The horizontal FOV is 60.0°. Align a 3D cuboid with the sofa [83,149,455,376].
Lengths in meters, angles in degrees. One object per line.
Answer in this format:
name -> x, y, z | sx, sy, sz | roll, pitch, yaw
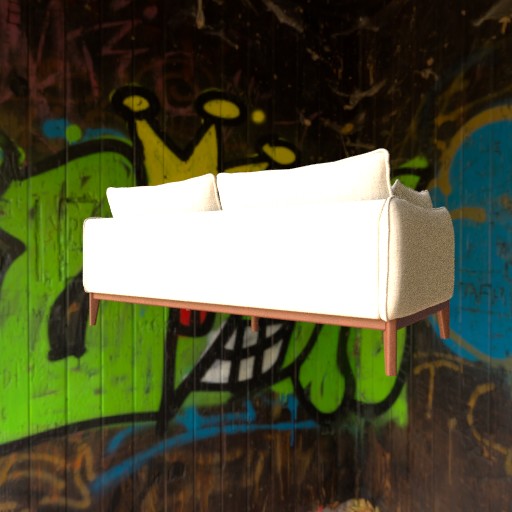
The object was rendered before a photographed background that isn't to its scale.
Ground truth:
sofa -> 0.000, 0.000, 2.543 | 1.989, 0.860, 0.991 | 1, 1, 36
